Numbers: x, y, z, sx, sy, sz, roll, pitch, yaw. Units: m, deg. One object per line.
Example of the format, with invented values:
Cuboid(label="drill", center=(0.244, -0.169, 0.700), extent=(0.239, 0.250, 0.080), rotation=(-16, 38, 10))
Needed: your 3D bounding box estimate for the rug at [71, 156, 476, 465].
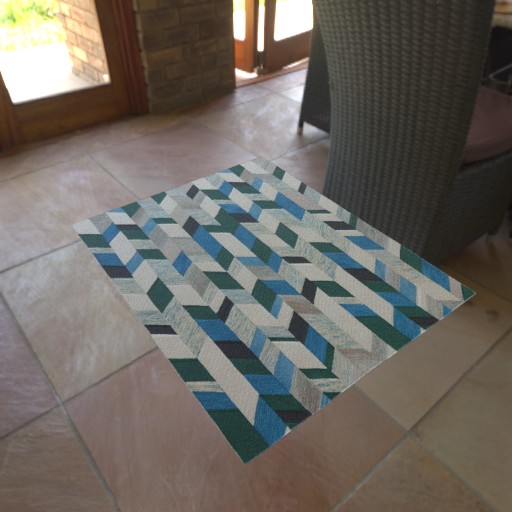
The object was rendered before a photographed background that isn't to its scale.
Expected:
Cuboid(label="rug", center=(0.000, 0.000, 4.130), extent=(2.440, 0.008, 3.036), rotation=(-26, 47, -27))
